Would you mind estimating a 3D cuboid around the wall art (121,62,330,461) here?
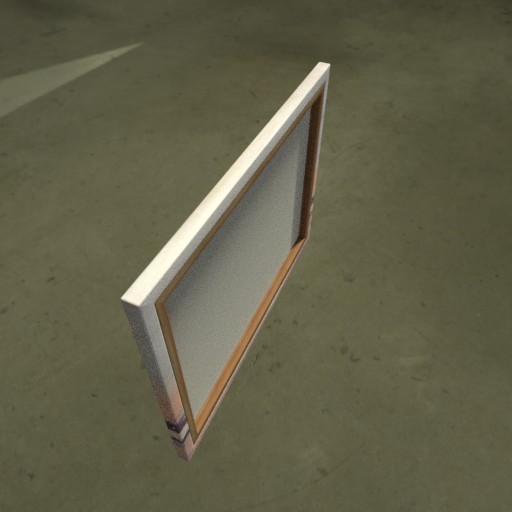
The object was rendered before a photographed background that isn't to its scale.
[{"bbox_3d":[0.000,0.000,1.333,0.038,0.763,1.015,19,50,17],"label":"wall art"}]
